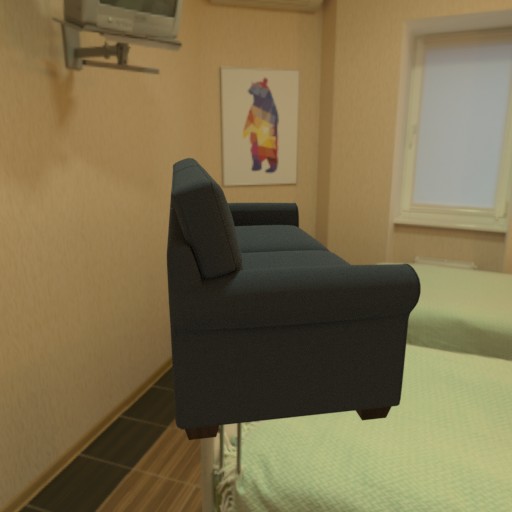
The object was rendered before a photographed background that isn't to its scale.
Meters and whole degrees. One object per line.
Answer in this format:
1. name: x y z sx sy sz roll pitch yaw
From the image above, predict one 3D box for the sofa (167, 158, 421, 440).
1. sofa: 0.000 0.000 2.514 0.940 1.020 1.930 -3 15 -10
